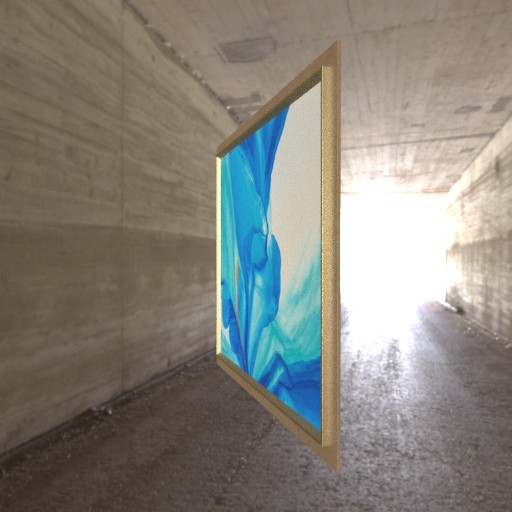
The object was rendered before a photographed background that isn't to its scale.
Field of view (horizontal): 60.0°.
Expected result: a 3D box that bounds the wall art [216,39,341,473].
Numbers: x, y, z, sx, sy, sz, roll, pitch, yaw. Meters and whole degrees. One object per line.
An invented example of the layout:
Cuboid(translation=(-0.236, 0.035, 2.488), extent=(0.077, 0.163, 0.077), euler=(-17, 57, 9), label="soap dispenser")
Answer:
Cuboid(translation=(0.000, 0.000, 1.638), extent=(0.025, 1.067, 1.168), euler=(0, 0, -20), label="wall art")
